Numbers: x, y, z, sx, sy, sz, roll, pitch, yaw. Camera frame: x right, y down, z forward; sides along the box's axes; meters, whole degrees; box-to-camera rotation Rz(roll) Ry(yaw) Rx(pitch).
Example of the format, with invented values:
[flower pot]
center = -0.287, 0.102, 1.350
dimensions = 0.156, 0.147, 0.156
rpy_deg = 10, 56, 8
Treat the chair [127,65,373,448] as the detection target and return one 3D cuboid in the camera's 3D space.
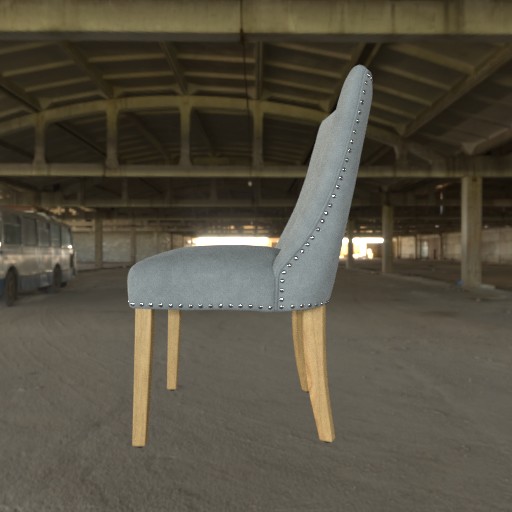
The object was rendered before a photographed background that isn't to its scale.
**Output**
[chair]
center = 0.000, 0.000, 1.260
dimensions = 0.610, 0.902, 0.495
rpy_deg = 0, 1, 0
